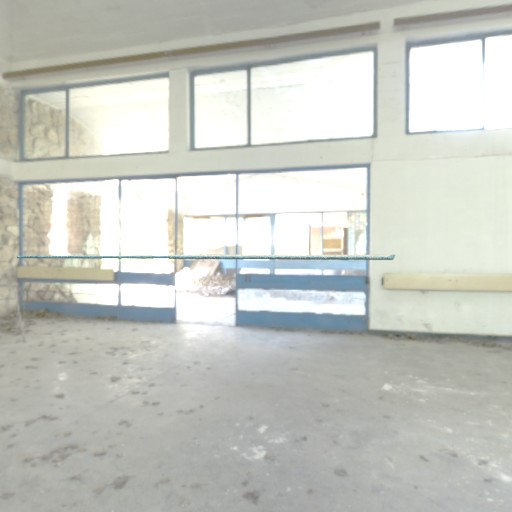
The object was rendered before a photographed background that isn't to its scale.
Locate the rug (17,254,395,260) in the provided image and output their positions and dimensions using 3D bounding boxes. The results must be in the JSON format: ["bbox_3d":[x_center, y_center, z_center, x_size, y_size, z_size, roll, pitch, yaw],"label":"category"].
[{"bbox_3d":[0.000,0.000,4.080,2.441,0.016,3.050,0,0,18],"label":"rug"}]
